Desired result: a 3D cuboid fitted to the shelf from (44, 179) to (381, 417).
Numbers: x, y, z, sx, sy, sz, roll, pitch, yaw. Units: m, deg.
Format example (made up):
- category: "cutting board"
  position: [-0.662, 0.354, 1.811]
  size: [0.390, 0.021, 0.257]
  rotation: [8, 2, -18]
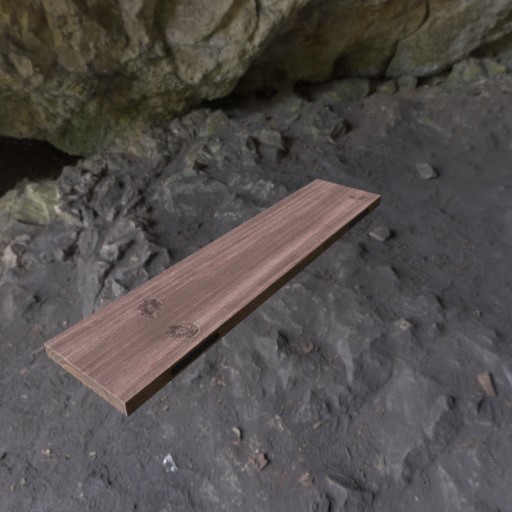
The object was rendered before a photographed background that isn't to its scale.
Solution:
- category: "shelf"
  position: [0.000, 0.000, 0.674]
  size: [0.140, 0.020, 0.610]
  rotation: [21, 38, 31]
